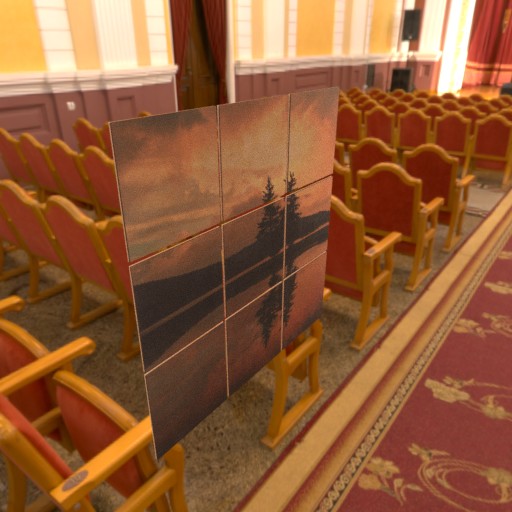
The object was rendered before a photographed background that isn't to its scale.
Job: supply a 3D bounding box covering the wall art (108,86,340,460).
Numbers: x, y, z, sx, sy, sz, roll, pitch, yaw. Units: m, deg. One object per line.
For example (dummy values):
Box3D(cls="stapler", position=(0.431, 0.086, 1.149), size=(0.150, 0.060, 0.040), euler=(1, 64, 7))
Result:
Box3D(cls="wall art", position=(0.000, 0.000, 2.275), size=(0.013, 1.525, 1.520), euler=(19, 32, 33))
